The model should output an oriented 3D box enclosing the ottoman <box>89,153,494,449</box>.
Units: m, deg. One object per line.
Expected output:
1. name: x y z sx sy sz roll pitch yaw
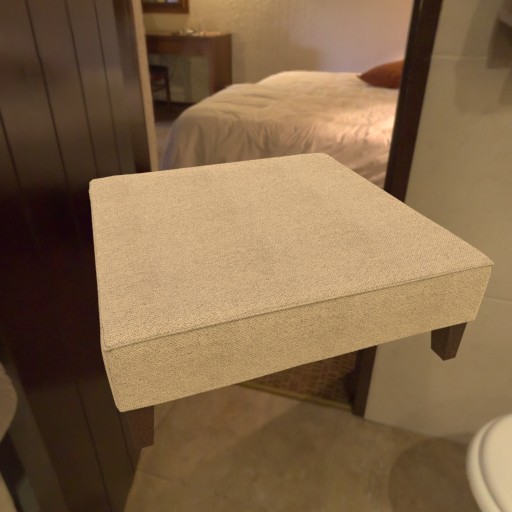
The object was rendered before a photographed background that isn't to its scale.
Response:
1. ottoman: 0.000 0.000 1.464 0.982 0.381 0.973 -10 32 -17
